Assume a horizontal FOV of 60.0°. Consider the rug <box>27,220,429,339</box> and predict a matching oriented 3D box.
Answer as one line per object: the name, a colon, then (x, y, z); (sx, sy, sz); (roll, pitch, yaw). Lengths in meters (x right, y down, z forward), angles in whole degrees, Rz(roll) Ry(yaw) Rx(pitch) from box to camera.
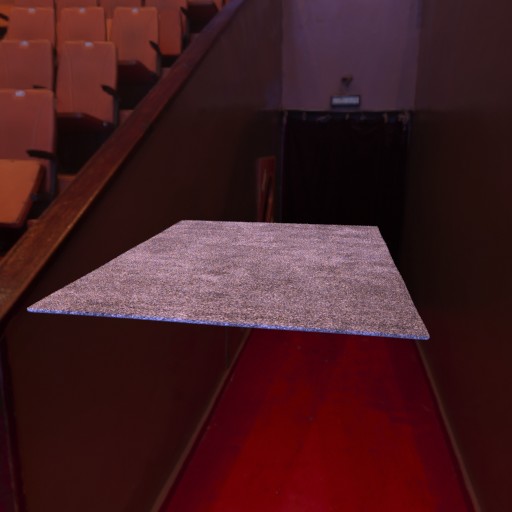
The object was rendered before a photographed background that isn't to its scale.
rug: (0.000, 0.000, 3.999); (2.401, 0.025, 3.000); (3, 16, 9)
